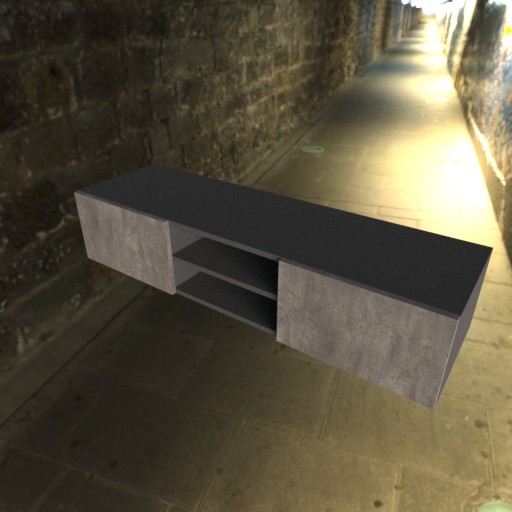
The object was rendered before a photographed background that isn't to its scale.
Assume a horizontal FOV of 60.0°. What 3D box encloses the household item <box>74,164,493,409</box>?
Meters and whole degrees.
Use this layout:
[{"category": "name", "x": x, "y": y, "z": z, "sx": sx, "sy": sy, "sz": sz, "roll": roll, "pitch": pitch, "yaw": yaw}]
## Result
[{"category": "household item", "x": 0.000, "y": 0.000, "z": 1.570, "sx": 1.400, "sy": 0.310, "sz": 0.420, "roll": 19, "pitch": 34, "yaw": 30}]
